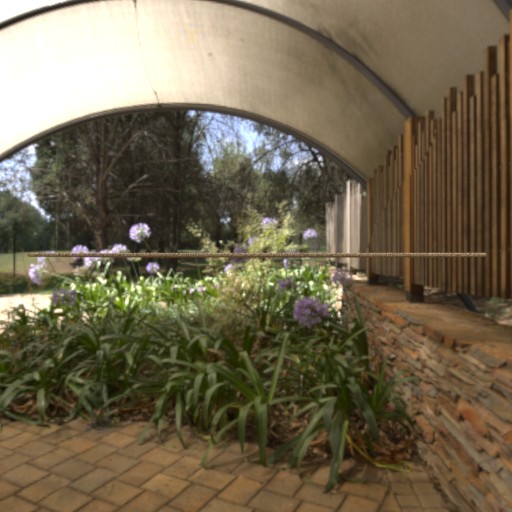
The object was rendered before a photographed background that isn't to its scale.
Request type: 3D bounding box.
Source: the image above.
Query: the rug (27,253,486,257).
[{"bbox_3d":[0.000,0.000,4.094,3.000,0.025,2.400,0,0,-1],"label":"rug"}]
